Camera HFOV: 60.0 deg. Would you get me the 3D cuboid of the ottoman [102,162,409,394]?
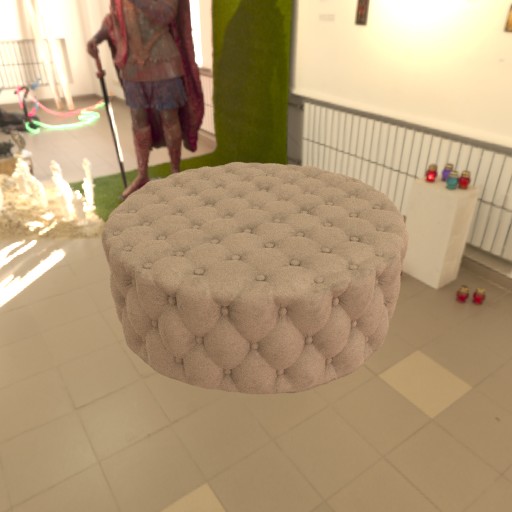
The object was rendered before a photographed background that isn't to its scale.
[{"bbox_3d":[0.000,0.000,1.561,0.998,0.399,0.998,0,31,0],"label":"ottoman"}]
